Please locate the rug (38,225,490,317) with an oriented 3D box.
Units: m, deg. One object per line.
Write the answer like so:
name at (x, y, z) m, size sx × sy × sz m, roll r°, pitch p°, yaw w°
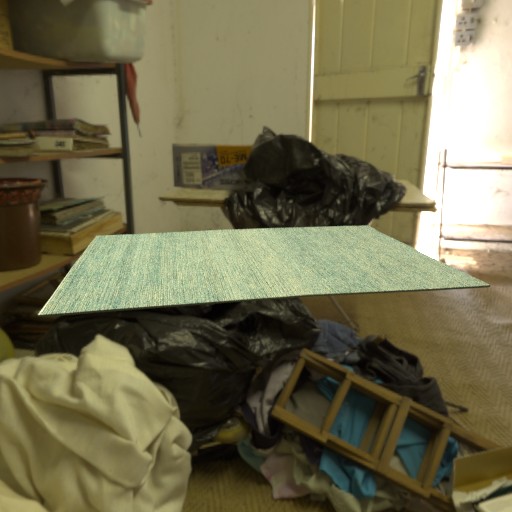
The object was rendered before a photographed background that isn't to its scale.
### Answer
rug at (0.000, 0.000, 5.224) m, size 4.078 × 0.052 × 2.802 m, roll -3°, pitch 16°, yaw -9°
